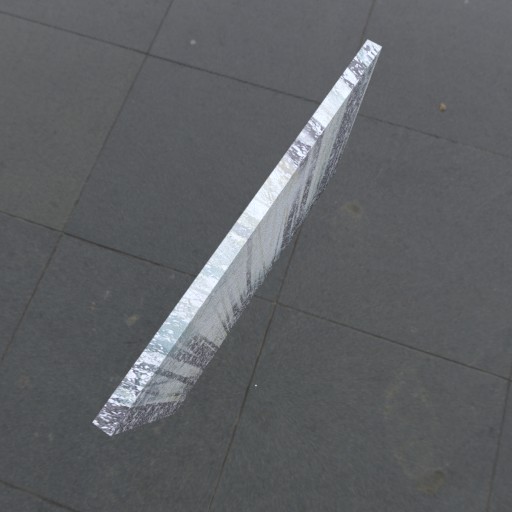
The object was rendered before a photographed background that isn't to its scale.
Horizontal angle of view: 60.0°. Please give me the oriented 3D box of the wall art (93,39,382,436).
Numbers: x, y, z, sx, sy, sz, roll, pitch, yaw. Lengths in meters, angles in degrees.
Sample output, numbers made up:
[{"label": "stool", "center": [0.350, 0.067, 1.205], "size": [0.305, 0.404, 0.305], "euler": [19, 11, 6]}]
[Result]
[{"label": "wall art", "center": [0.000, 0.000, 1.121], "size": [0.038, 0.598, 0.919], "euler": [32, 76, 9]}]
